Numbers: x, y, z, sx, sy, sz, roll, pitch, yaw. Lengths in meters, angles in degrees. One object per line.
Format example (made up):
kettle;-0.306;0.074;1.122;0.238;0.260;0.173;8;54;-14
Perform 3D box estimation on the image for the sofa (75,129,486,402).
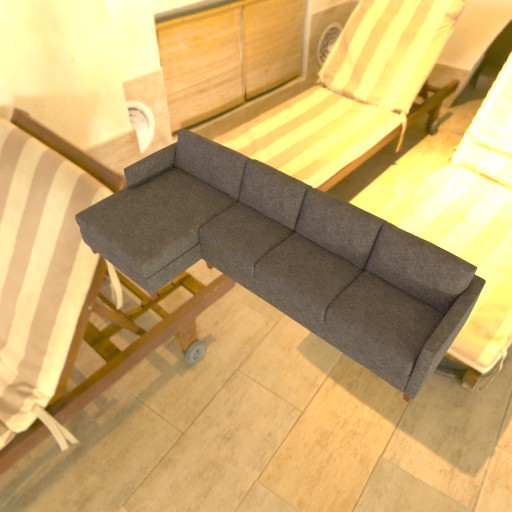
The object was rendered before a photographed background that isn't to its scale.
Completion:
sofa;0.000;0.000;4.046;3.471;0.954;1.606;31;52;28
